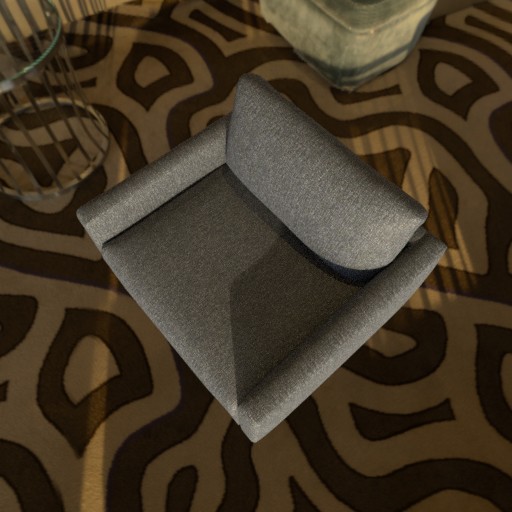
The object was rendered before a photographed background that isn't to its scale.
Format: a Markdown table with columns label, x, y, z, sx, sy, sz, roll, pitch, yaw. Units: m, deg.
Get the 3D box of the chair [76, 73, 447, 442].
| label | x | y | z | sx | sy | sz | roll | pitch | yaw |
| --- | --- | --- | --- | --- | --- | --- | --- | --- | --- |
| chair | 0.000 | 0.000 | 1.639 | 0.866 | 0.861 | 0.963 | -38 | 69 | -18 |
